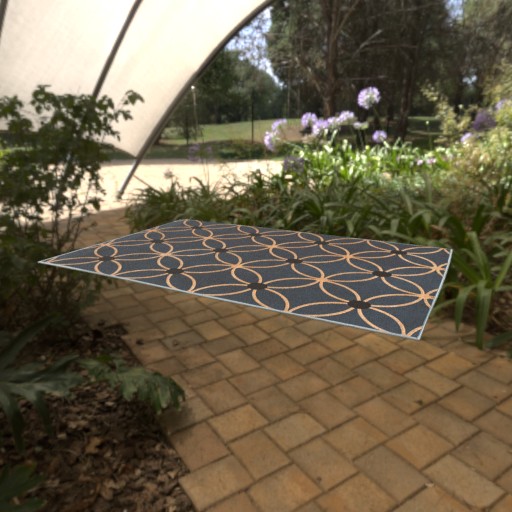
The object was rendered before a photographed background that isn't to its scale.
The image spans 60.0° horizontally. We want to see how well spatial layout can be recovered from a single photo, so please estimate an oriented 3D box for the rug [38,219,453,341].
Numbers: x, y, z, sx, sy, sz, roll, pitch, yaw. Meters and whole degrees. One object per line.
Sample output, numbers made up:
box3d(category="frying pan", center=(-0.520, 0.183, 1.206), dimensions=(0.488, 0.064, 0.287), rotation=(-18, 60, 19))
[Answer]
box3d(category="rug", center=(0.000, 0.000, 2.902), dimensions=(2.284, 0.008, 1.522), rotation=(8, 18, 26))
